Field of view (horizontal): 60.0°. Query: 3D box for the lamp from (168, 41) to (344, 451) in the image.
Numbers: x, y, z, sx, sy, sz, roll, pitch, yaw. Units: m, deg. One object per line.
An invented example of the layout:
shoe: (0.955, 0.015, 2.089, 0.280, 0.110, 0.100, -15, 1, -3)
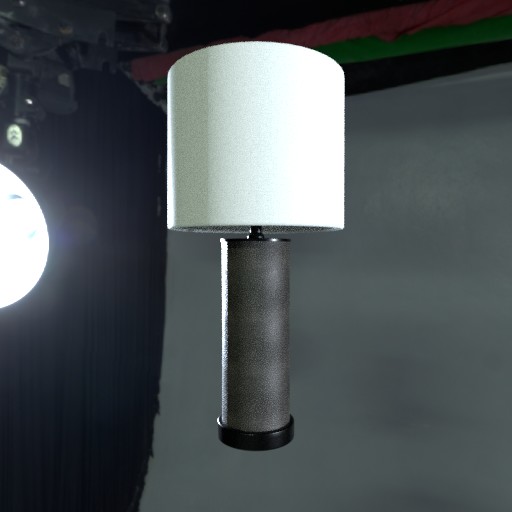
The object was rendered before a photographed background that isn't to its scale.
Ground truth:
lamp: (0.000, 0.000, 0.784, 0.305, 0.634, 0.305, 0, 1, 18)
